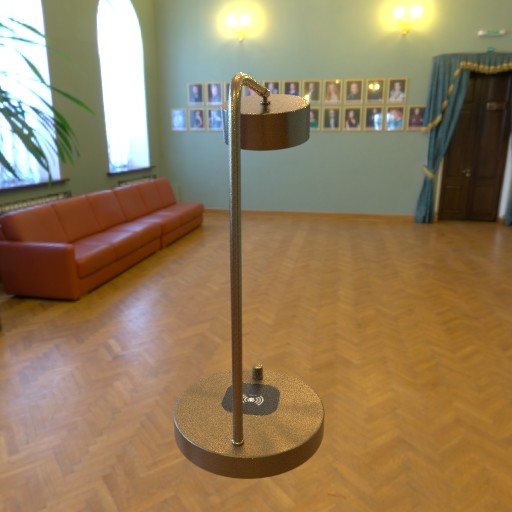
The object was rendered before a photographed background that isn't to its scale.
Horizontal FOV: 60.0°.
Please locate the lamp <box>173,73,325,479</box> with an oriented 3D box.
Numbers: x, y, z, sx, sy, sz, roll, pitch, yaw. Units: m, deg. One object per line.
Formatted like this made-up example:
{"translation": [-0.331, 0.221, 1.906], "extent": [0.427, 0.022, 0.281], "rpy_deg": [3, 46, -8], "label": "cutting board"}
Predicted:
{"translation": [0.000, 0.000, 0.513], "extent": [0.171, 0.380, 0.270], "rpy_deg": [2, 15, 9], "label": "lamp"}
